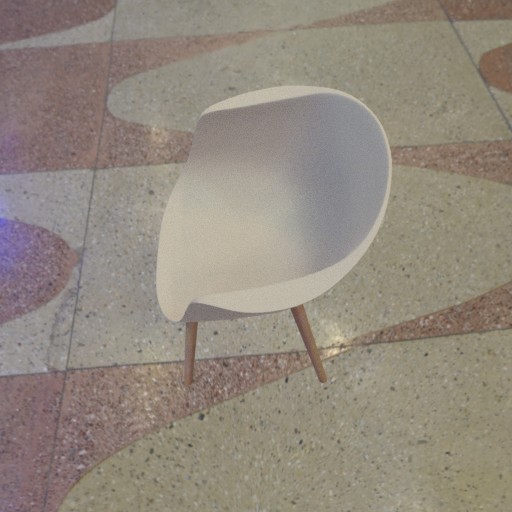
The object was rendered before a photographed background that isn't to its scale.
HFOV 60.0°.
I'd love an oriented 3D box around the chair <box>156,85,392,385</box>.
[{"bbox_3d":[0.000,0.000,1.166,0.504,0.781,0.593,-2,58,-1],"label":"chair"}]
